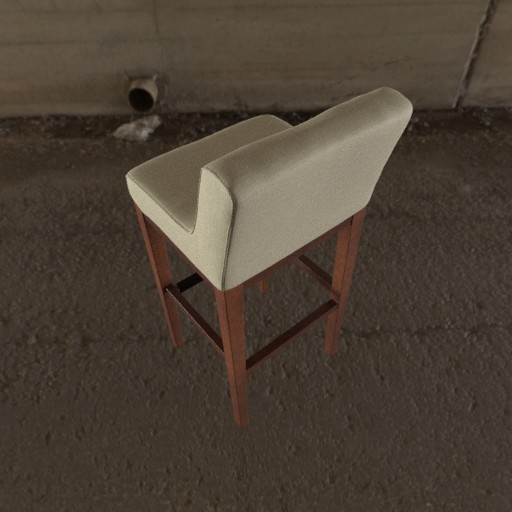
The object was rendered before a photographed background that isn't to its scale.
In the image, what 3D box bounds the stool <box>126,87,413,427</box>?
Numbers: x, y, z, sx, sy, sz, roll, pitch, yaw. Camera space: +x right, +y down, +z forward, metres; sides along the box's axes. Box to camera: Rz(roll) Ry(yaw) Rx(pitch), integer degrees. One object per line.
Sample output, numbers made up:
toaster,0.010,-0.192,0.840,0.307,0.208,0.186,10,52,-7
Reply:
stool,0.000,0.000,1.331,0.511,1.037,0.500,-31,53,-26
